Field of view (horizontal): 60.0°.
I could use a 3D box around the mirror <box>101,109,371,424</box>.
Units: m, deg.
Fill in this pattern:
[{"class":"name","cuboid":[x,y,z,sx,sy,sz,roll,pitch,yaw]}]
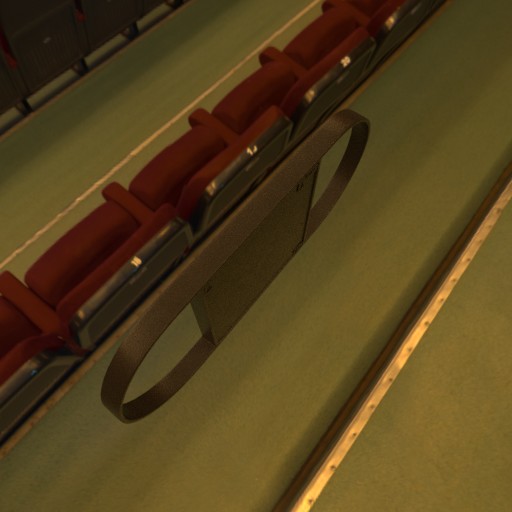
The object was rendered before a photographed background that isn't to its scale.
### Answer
[{"class":"mirror","cuboid":[0.000,0.000,0.672,0.032,0.254,0.584,35,68,16]}]
